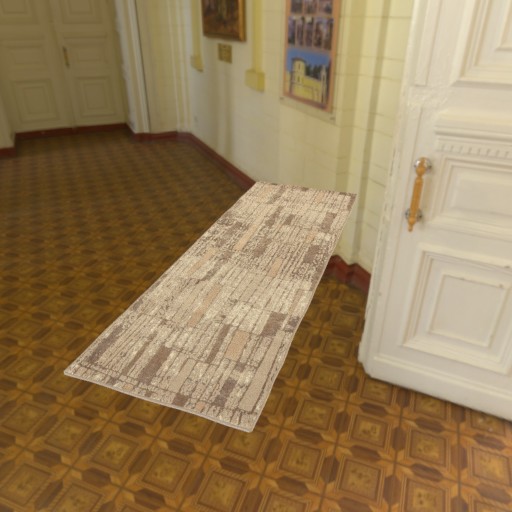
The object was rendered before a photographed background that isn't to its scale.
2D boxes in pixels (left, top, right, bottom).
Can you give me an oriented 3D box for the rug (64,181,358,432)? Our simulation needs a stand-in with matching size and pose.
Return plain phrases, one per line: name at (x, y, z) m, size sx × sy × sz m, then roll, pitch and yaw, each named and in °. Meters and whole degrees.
rug at (0.000, 0.000, 2.692) m, size 0.857 × 0.018 × 2.383 m, roll 11°, pitch 32°, yaw 17°
